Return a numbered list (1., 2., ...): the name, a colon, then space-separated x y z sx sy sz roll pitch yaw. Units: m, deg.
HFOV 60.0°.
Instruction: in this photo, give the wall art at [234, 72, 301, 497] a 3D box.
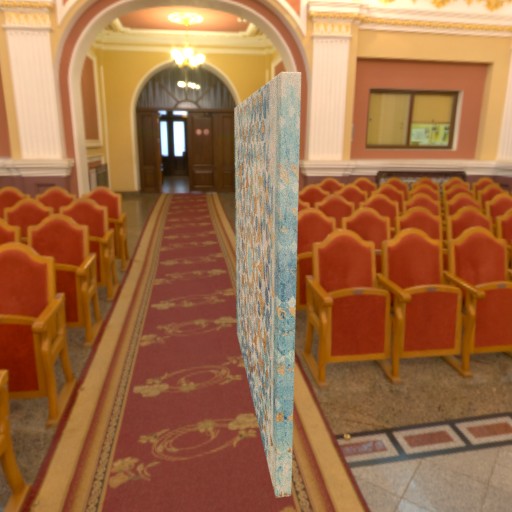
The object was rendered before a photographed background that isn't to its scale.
1. wall art: 0.000 0.000 1.348 0.040 0.916 0.916 -2 15 -8
